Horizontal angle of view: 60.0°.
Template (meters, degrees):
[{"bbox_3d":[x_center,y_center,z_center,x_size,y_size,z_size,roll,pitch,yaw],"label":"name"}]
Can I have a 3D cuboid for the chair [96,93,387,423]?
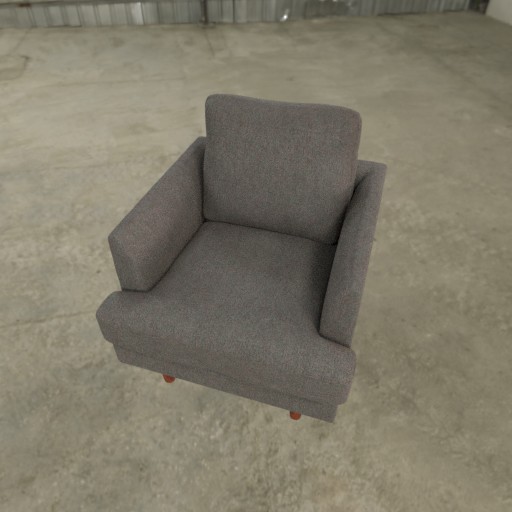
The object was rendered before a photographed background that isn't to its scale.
[{"bbox_3d":[0.000,0.000,1.666,0.858,0.957,0.899,12,42,13],"label":"chair"}]
